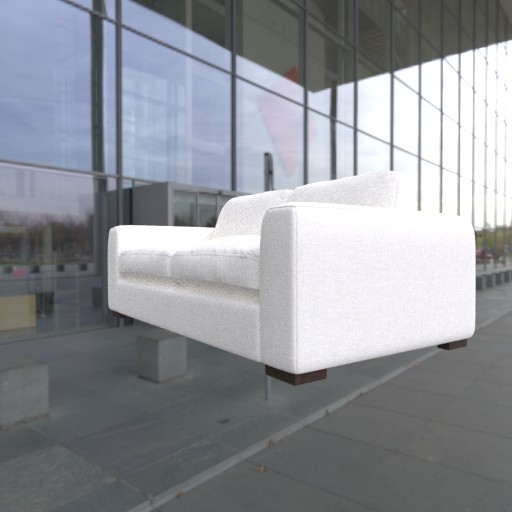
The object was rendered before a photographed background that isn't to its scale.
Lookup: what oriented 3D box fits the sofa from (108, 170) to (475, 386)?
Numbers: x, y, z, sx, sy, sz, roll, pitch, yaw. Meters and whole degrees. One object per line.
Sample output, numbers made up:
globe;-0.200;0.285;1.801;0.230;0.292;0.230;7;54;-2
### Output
sofa;0.000;0.000;2.436;1.069;0.801;1.920;-1;1;-35
